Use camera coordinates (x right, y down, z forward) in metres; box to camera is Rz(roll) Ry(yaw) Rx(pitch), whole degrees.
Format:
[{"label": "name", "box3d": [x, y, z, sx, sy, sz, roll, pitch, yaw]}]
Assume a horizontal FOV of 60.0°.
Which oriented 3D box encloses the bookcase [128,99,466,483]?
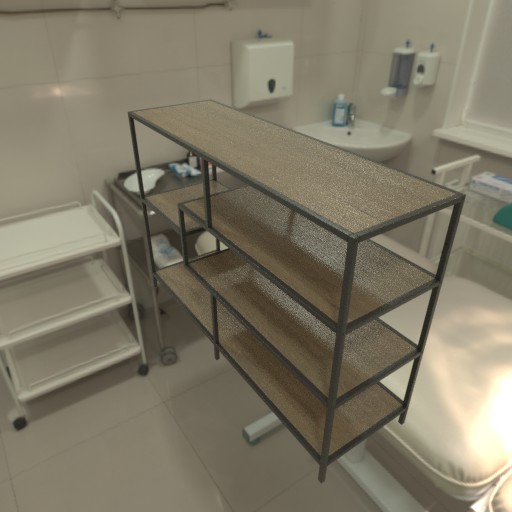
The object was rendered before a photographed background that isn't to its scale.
[{"label": "bookcase", "box3d": [0.000, 0.000, 1.505, 0.350, 0.780, 1.140, -20, 37, -29]}]
